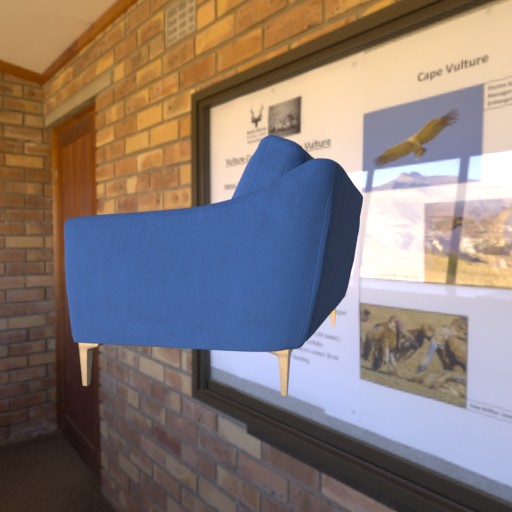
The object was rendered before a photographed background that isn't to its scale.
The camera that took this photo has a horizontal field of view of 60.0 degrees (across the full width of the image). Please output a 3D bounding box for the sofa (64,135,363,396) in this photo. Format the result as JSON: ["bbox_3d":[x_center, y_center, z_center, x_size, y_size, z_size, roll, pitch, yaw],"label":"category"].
[{"bbox_3d":[0.000,0.000,2.197,0.960,0.902,1.619,1,2,17],"label":"sofa"}]
